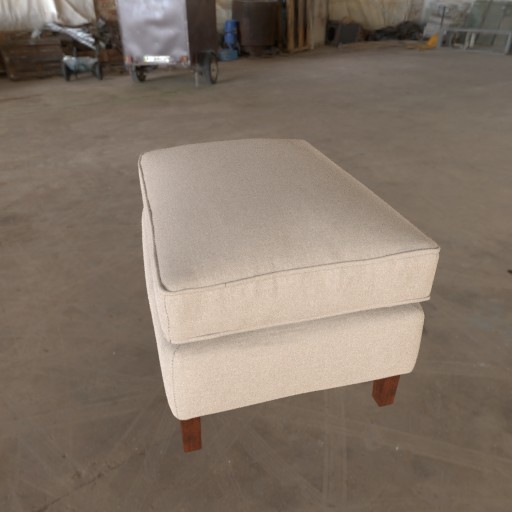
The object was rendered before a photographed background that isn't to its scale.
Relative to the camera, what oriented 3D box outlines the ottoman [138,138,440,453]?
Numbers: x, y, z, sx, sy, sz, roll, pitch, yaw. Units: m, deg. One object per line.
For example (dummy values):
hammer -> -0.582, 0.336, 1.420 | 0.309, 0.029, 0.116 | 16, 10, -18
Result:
ottoman -> 0.000, 0.000, 1.016 | 0.501, 0.456, 0.665 | -8, 32, -13
